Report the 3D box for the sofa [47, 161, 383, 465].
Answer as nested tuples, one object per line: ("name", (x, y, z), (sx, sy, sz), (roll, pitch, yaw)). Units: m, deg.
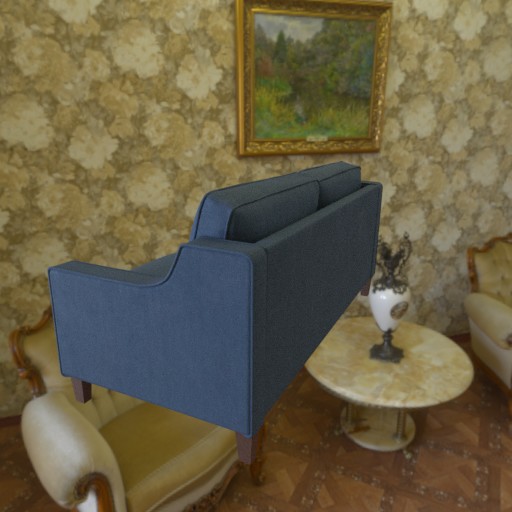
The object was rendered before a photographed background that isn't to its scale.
("sofa", (0.000, 0.000, 2.739), (1.066, 1.071, 2.178), (8, 18, 25))
